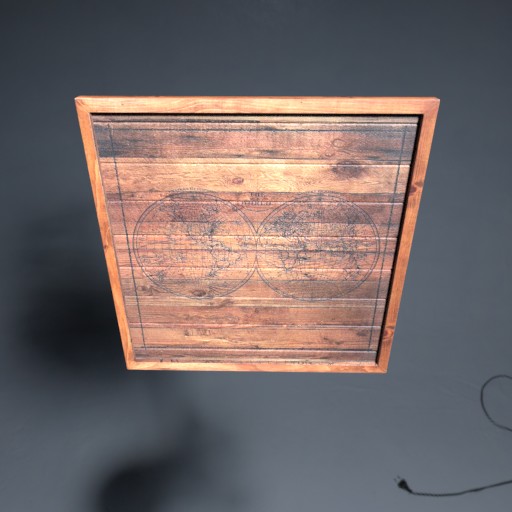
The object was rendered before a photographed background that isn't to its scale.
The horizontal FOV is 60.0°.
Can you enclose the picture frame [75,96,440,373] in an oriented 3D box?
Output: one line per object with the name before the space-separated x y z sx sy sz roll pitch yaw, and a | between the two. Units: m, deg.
picture frame | 0.000 0.000 1.195 0.810 0.817 0.029 1 30 1
